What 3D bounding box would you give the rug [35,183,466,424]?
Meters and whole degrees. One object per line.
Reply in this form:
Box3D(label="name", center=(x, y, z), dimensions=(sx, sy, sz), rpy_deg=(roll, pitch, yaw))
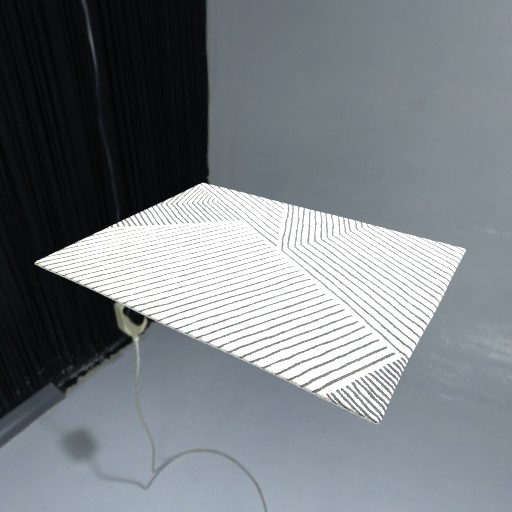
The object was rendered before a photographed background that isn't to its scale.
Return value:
Box3D(label="rug", center=(0.000, 0.000, 3.126), dimensions=(2.449, 0.028, 1.829), rpy_deg=(18, 35, 28))
